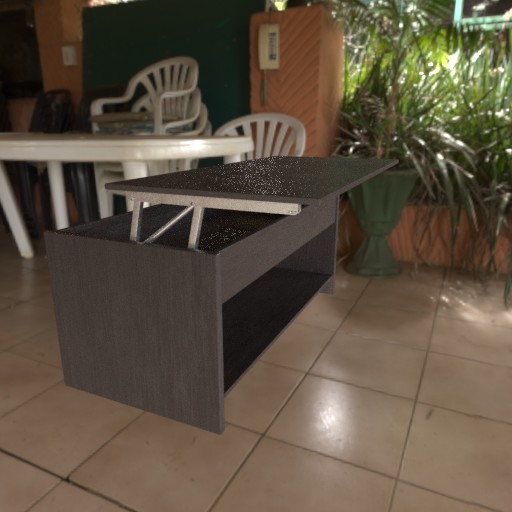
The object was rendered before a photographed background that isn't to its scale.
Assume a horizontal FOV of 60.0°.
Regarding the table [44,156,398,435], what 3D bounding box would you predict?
[{"bbox_3d":[0.000,0.000,1.444,0.712,0.570,1.000,7,18,24],"label":"table"}]
